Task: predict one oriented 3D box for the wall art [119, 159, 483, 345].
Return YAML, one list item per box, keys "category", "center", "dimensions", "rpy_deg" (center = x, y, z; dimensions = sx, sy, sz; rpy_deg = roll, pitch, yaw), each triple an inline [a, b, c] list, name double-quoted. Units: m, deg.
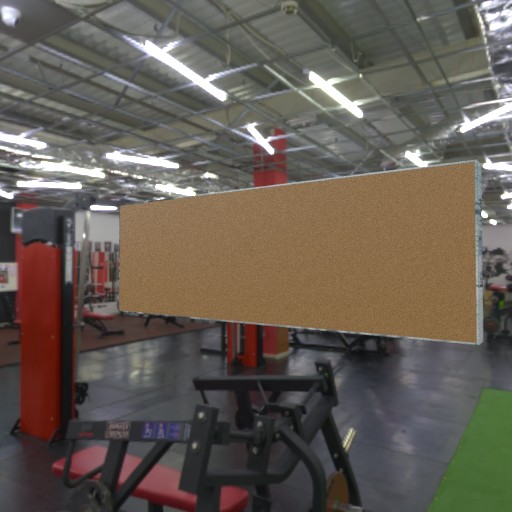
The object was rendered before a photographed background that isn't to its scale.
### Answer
- category: "wall art"
  center: [0.000, 0.000, 0.831]
  dimensions: [0.759, 0.251, 0.037]
  rpy_deg: [-1, -2, 35]
